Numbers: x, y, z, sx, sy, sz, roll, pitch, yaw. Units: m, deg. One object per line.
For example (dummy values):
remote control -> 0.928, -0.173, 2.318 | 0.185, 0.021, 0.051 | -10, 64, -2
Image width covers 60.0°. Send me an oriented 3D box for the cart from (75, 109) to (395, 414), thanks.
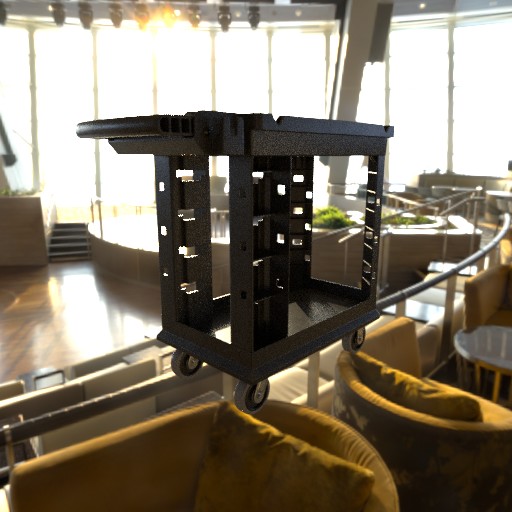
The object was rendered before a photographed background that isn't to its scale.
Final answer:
cart -> 0.000, 0.000, 1.528 | 0.497, 0.884, 1.061 | 12, 18, 42
